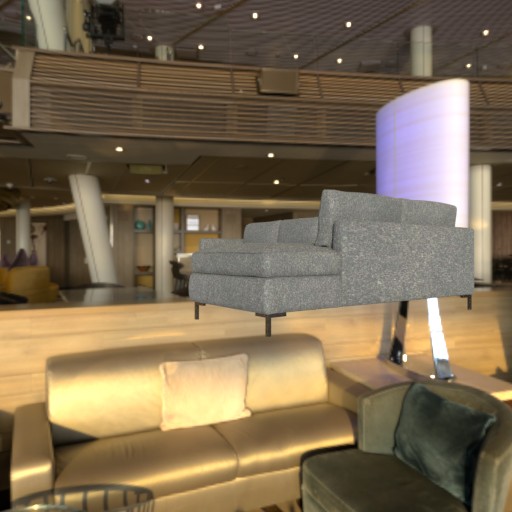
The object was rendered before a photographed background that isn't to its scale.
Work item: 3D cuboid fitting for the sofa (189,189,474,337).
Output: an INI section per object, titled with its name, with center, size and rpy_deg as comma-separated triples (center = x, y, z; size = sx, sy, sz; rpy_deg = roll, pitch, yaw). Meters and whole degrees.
[sofa]
center = 0.000, 0.000, 3.933
size = 2.007, 0.815, 2.949
rpy_deg = 0, 0, -36
